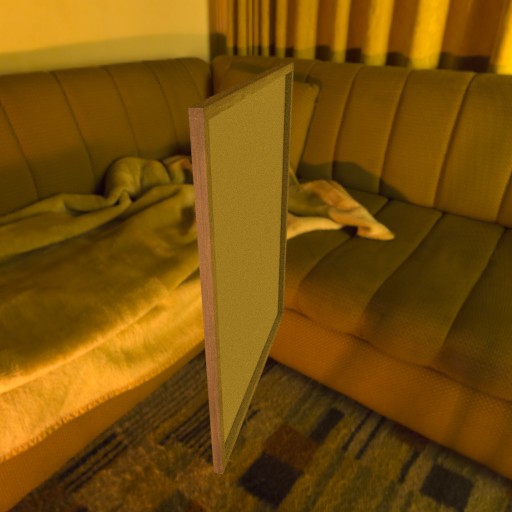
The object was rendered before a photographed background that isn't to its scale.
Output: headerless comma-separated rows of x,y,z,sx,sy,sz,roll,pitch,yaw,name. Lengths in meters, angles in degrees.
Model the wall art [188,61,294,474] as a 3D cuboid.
0.000,0.000,1.358,0.035,1.022,0.781,8,30,14,wall art
